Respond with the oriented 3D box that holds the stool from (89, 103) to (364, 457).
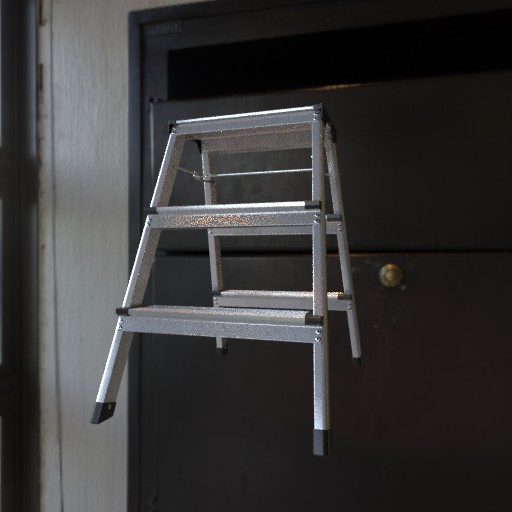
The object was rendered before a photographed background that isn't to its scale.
[{"bbox_3d":[0.000,0.000,1.028,0.437,0.605,0.622,0,0,18],"label":"stool"}]
